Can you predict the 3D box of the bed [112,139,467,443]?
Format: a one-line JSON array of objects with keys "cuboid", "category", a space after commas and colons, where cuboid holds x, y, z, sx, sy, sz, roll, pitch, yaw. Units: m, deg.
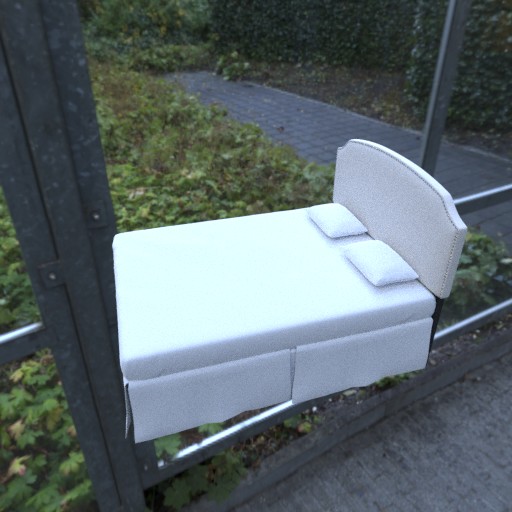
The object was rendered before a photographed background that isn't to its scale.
[{"cuboid": [0.000, 0.000, 3.051, 1.999, 1.270, 1.558, -9, 32, -14], "category": "bed"}]
